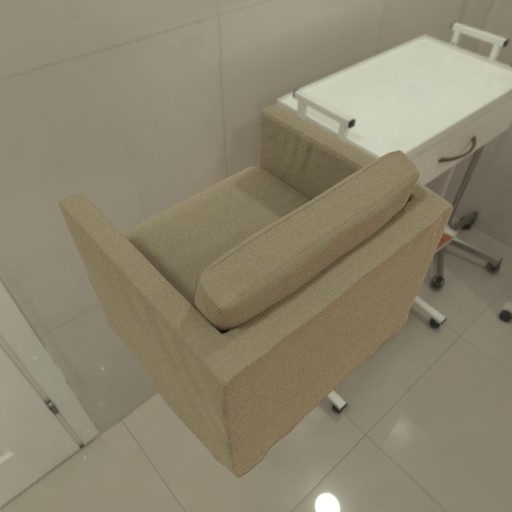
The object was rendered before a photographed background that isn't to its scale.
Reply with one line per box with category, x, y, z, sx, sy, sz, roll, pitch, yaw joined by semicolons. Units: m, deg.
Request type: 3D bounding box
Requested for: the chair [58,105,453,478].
chair;0.000;0.000;1.710;1.057;0.863;0.949;-33;55;-27
